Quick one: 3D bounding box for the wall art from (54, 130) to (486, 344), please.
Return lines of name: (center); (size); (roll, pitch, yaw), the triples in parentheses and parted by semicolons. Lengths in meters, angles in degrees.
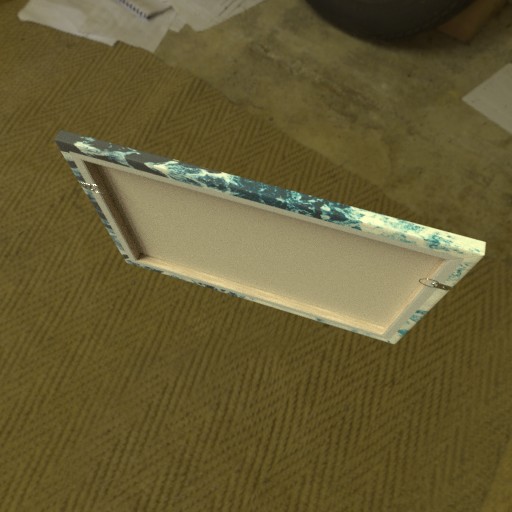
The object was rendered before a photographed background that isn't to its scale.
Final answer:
wall art: (0.000, 0.000, 1.955); (1.524, 1.017, 0.055); (16, 64, 8)
